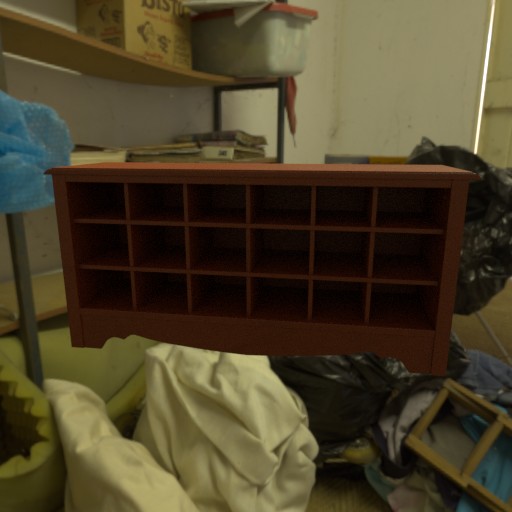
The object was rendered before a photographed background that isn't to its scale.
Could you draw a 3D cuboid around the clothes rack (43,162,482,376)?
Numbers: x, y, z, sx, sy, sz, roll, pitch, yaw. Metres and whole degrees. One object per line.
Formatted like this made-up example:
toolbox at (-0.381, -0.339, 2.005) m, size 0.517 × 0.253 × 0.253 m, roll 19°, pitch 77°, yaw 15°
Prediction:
clothes rack at (0.000, 0.000, 1.496) m, size 1.251 × 0.594 × 0.362 m, roll 2°, pitch 15°, yaw 9°
